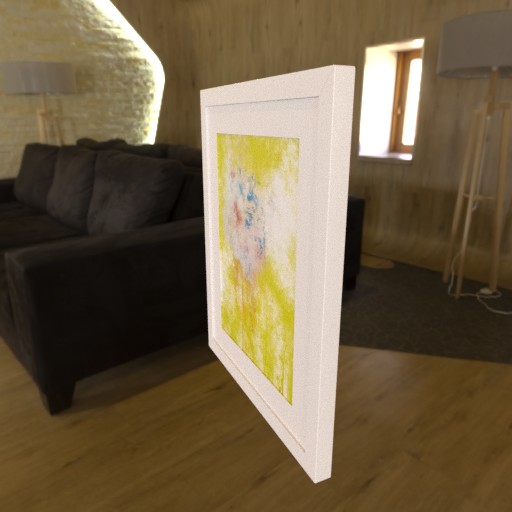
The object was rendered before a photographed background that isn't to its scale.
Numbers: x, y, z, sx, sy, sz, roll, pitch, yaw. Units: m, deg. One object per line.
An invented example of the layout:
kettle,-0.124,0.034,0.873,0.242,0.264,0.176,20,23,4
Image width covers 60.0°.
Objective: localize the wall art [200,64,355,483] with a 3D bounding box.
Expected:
wall art,0.000,0.000,0.757,0.028,0.556,0.454,-8,19,-24
